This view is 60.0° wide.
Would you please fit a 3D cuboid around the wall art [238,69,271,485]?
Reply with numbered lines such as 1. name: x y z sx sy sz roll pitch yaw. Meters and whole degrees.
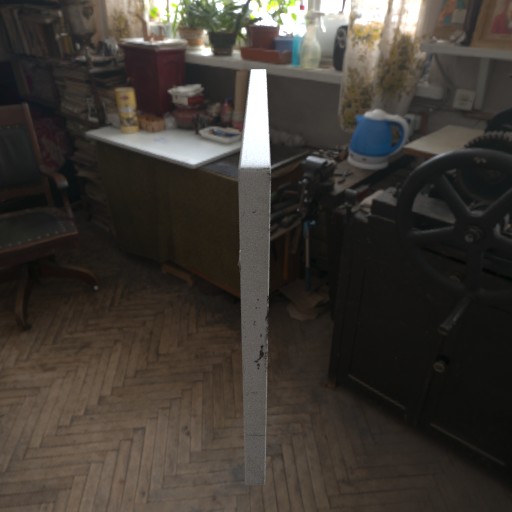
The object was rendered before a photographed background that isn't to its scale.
1. wall art: 0.000 0.000 0.903 0.040 0.611 0.610 0 32 1
